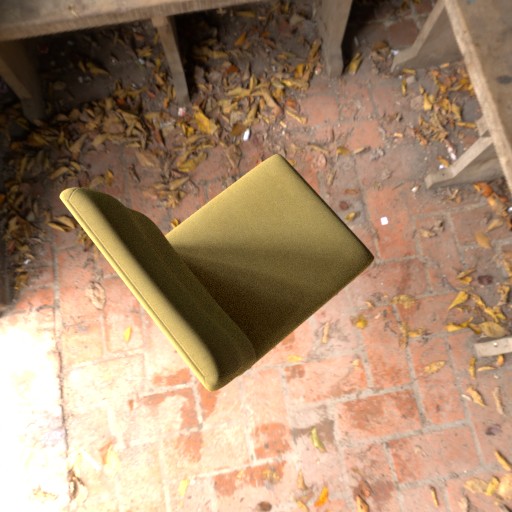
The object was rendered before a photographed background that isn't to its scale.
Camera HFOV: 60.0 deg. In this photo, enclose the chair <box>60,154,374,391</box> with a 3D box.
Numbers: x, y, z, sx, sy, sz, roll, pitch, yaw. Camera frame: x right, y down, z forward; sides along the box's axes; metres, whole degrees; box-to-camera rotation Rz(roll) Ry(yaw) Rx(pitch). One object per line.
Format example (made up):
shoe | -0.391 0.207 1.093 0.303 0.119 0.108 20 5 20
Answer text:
chair | 0.000 0.000 1.245 0.550 0.965 0.450 -39 79 -9
